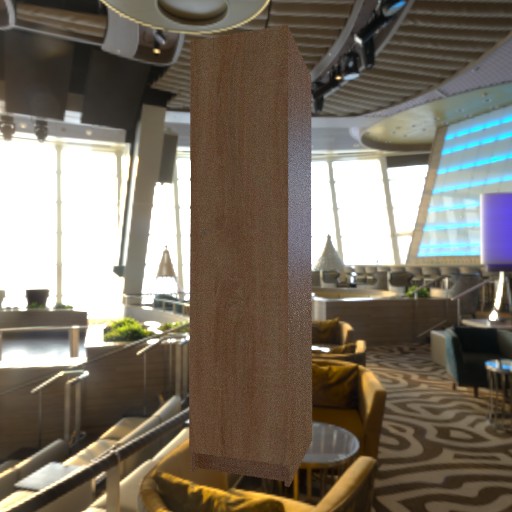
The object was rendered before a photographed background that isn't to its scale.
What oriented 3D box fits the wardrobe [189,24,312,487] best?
[{"bbox_3d":[0.000,0.000,2.373,0.496,2.117,0.588,0,-1,18],"label":"wardrobe"}]
